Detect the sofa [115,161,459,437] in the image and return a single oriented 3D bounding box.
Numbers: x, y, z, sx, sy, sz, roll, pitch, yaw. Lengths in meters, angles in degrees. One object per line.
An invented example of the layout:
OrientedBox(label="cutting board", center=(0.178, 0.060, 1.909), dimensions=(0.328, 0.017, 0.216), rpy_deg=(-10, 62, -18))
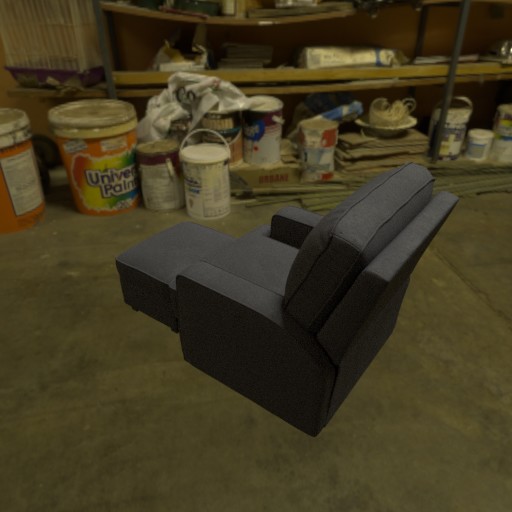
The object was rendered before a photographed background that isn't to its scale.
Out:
OrientedBox(label="sofa", center=(0.000, 0.000, 2.066), dimensions=(1.472, 0.959, 0.861), rpy_deg=(21, 37, 31))
